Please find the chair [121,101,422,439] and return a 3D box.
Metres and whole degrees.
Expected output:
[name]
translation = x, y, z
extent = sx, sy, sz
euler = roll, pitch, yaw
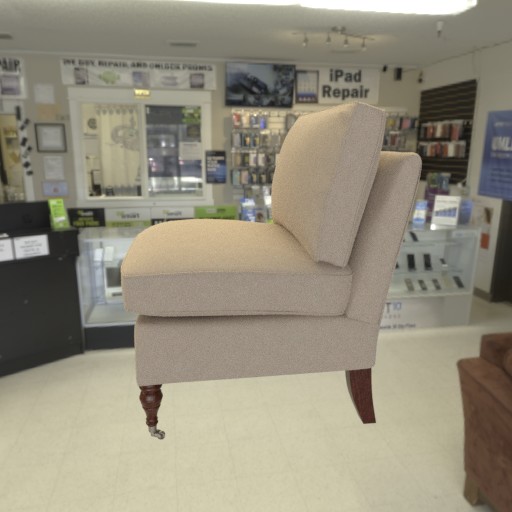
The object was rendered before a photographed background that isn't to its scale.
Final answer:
[chair]
translation = 0.000, 0.000, 1.665
extent = 0.912, 1.052, 0.724
euler = -2, 14, -8
